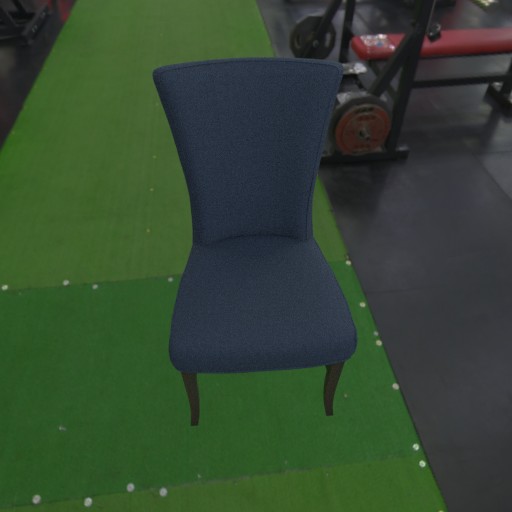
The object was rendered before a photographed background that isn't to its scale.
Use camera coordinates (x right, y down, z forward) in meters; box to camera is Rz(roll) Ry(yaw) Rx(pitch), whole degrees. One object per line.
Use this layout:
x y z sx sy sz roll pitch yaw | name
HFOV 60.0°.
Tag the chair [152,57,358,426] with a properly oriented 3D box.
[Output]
0.000 0.000 1.373 0.520 0.991 0.660 -3 46 -3 | chair
